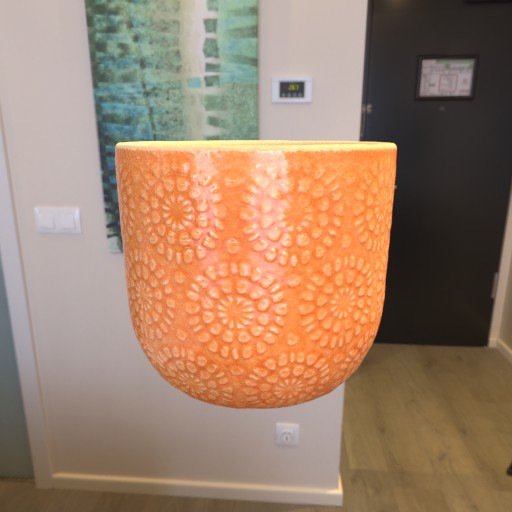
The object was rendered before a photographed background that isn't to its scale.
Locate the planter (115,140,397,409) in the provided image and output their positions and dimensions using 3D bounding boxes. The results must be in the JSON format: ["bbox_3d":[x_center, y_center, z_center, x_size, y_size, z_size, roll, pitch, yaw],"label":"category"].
[{"bbox_3d":[0.000,0.000,0.291,0.170,0.152,0.170,0,15,0],"label":"planter"}]
